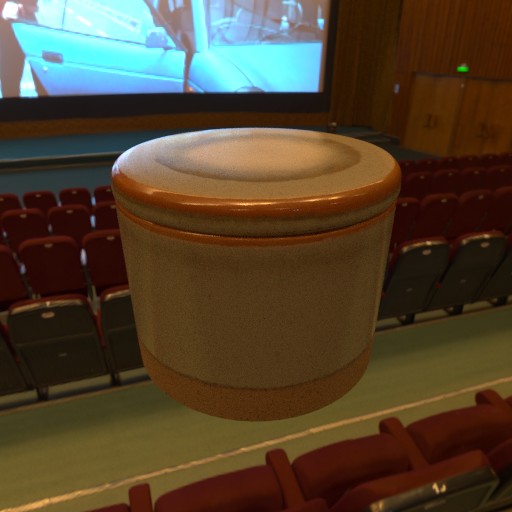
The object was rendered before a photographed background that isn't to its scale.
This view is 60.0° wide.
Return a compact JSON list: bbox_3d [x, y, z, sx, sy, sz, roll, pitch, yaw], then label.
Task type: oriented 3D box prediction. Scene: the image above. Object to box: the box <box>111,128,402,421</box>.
[{"bbox_3d":[0.000,0.000,0.215,0.123,0.100,0.123,0,27,0],"label":"box"}]
